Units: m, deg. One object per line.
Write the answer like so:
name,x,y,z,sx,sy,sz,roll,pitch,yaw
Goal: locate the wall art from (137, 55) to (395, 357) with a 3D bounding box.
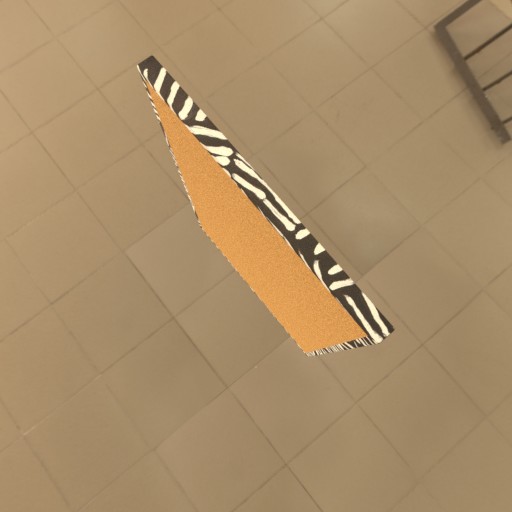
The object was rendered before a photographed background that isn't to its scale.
wall art,0.000,0.000,1.158,0.035,0.918,0.615,-38,79,-9
